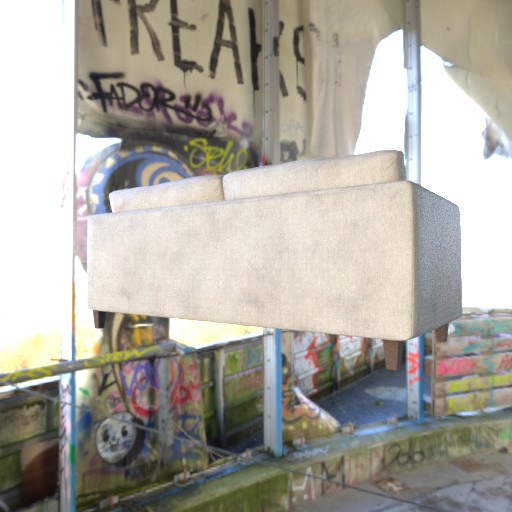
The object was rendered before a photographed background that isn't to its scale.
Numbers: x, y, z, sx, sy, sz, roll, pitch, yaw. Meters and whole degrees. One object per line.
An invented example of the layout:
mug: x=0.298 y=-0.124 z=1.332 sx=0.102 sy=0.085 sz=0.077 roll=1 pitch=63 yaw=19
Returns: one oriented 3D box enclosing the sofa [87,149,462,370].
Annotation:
sofa: x=0.000 y=0.000 z=2.746 sx=2.208 sy=0.965 sz=0.951 roll=-1 pitch=-1 yaw=36
